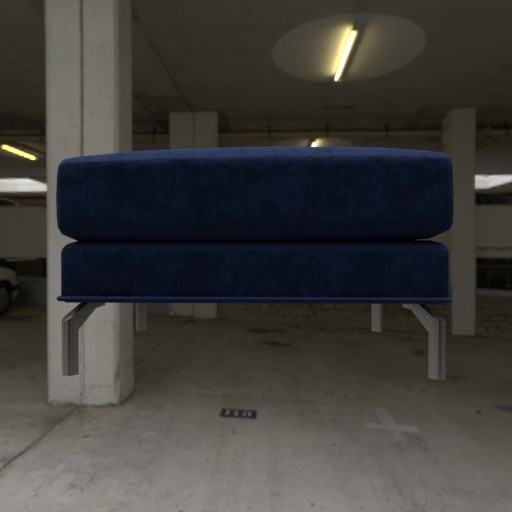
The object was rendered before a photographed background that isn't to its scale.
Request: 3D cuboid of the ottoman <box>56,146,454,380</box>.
[{"bbox_3d":[0.000,0.000,1.192,0.835,0.498,0.587,0,1,2],"label":"ottoman"}]
